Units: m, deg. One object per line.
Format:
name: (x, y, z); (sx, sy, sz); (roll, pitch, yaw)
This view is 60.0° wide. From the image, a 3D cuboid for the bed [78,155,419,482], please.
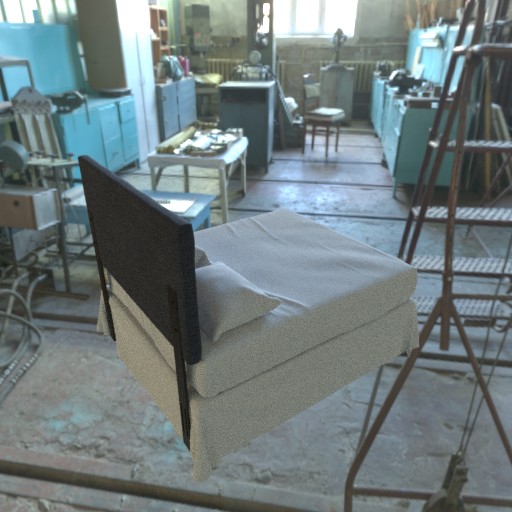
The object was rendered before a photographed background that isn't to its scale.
bed: (0.000, 0.000, 3.515); (2.222, 1.577, 1.936); (-18, 32, -31)
